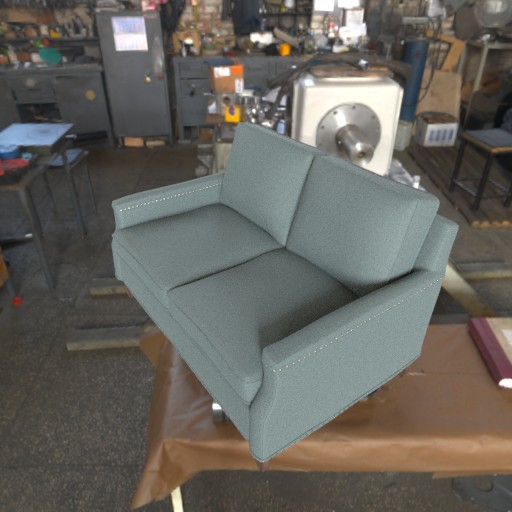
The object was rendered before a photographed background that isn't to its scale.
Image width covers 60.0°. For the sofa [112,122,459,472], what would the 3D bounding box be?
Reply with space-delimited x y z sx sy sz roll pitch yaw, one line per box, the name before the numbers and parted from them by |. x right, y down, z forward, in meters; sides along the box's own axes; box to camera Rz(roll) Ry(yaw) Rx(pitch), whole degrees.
sofa | 0.000 0.000 2.326 1.084 1.003 1.597 -21 38 -29
